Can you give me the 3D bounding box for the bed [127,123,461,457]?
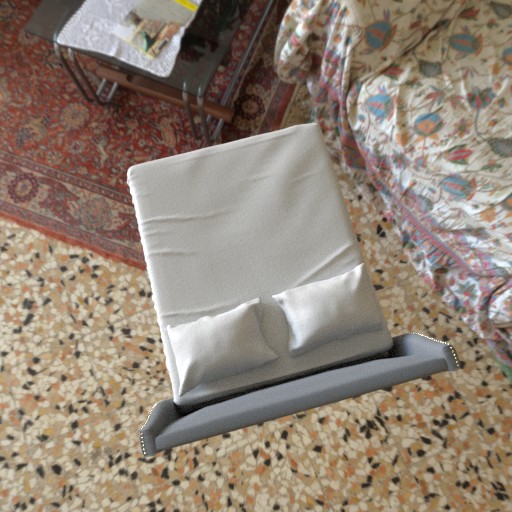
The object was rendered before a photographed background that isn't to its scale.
[{"bbox_3d":[0.000,0.000,3.425,1.925,1.332,2.276,-14,76,-4],"label":"bed"}]
